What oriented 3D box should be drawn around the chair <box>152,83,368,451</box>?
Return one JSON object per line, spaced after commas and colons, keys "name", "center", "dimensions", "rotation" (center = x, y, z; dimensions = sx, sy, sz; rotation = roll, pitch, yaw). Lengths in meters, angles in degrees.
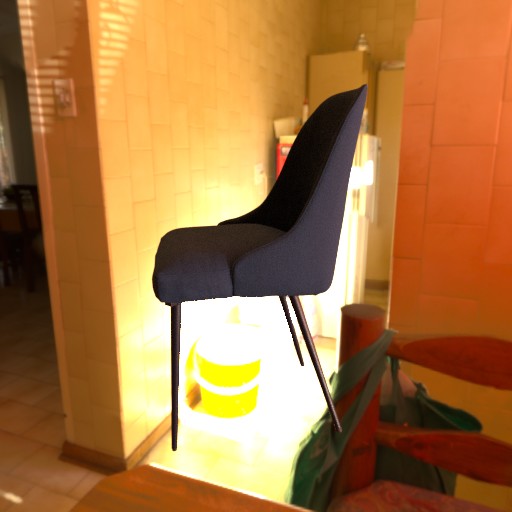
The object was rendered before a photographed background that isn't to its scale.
{"name": "chair", "center": [0.000, 0.000, 1.241], "dimensions": [0.559, 0.896, 0.478], "rotation": [-2, 14, -9]}
